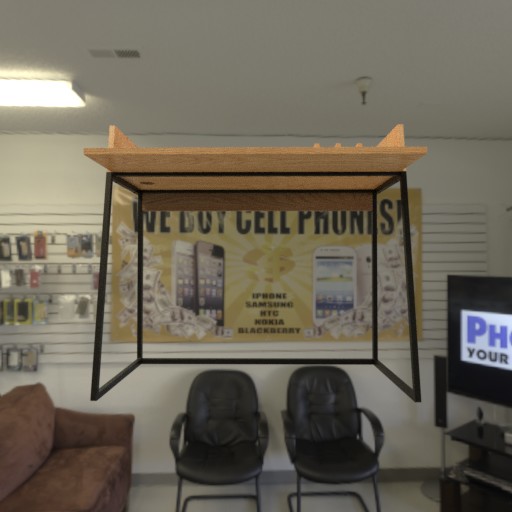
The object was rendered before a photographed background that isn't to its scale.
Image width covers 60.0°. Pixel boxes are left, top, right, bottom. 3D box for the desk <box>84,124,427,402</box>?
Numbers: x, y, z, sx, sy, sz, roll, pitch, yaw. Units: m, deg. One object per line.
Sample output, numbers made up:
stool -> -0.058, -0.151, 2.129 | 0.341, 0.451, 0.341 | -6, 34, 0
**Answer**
desk -> 0.000, 0.000, 1.856 | 1.191, 1.061, 0.769 | 0, -1, 1
